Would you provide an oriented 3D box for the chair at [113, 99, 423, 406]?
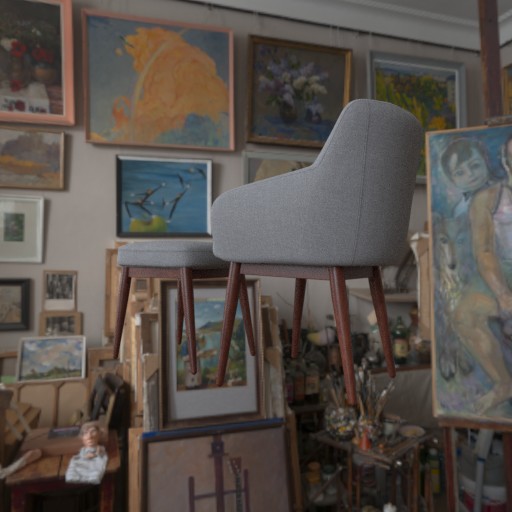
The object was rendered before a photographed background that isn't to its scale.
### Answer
[{"bbox_3d":[0.000,0.000,1.559,1.107,0.799,0.584,0,0,35],"label":"chair"}]
